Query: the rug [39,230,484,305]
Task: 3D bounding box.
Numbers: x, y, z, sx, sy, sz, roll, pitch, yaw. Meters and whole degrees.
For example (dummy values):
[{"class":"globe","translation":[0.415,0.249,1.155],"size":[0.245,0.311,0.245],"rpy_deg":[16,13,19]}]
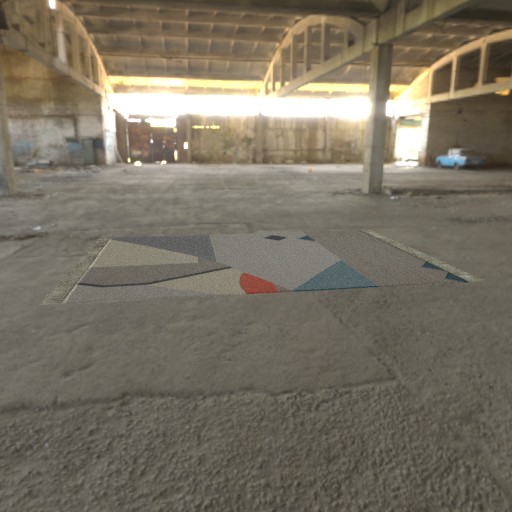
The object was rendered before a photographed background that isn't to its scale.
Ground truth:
[{"class":"rug","translation":[0.000,0.000,2.363],"size":[1.828,0.005,1.220],"rpy_deg":[-2,14,-9]}]
